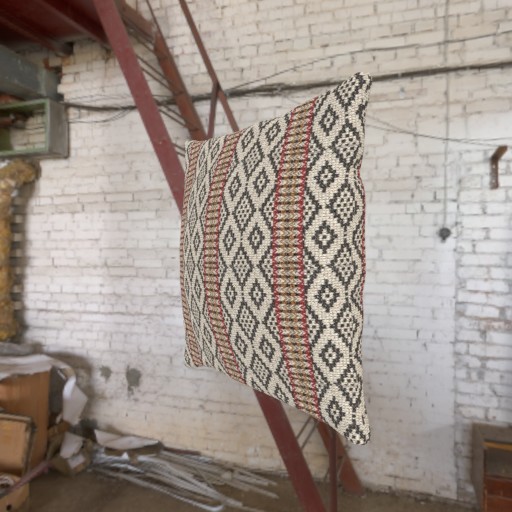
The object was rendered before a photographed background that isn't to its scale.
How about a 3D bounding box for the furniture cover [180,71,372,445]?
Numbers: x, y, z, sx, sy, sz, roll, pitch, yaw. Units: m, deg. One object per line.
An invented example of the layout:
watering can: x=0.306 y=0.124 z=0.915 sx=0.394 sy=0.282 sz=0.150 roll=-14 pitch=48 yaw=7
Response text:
furniture cover: x=0.000 y=0.000 z=0.795 sx=0.182 sy=0.506 sz=0.503 roll=-1 pitch=1 yaw=-36
